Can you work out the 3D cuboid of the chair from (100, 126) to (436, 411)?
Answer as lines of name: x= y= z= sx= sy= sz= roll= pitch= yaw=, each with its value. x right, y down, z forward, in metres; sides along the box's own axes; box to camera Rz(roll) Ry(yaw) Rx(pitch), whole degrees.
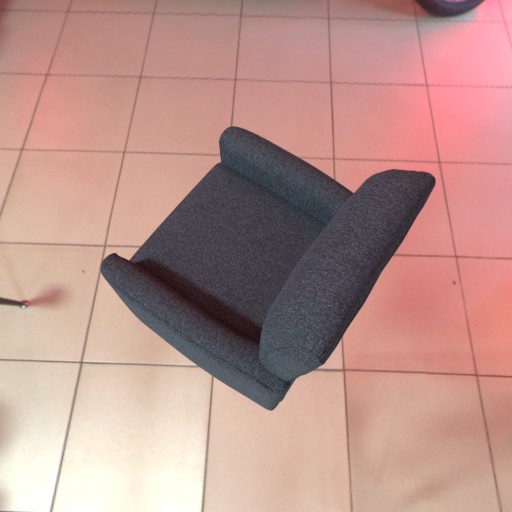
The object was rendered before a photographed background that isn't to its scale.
chair: x=0.000 y=0.000 z=1.676 sx=0.850 sy=1.016 sz=0.839 roll=32 pitch=68 yaw=14
